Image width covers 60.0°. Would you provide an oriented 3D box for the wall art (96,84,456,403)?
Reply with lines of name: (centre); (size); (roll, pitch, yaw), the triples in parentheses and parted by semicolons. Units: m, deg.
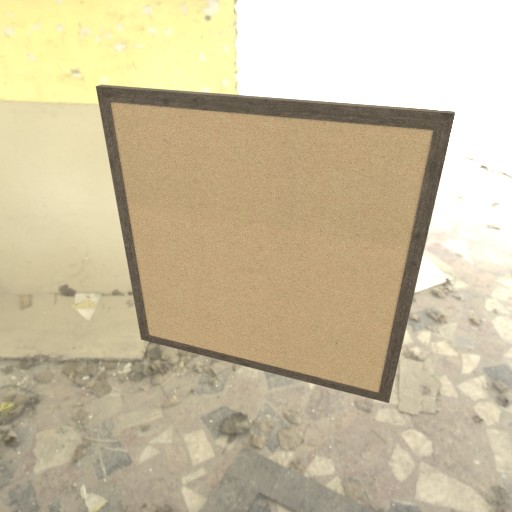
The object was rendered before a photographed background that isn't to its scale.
wall art: (0.000, 0.000, 0.663); (0.457, 0.457, 0.013); (10, 33, 16)
